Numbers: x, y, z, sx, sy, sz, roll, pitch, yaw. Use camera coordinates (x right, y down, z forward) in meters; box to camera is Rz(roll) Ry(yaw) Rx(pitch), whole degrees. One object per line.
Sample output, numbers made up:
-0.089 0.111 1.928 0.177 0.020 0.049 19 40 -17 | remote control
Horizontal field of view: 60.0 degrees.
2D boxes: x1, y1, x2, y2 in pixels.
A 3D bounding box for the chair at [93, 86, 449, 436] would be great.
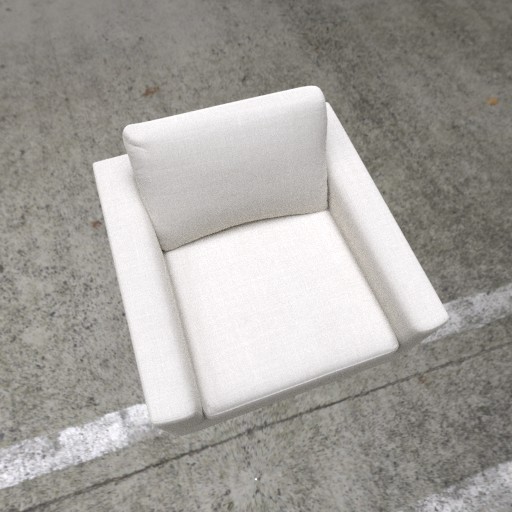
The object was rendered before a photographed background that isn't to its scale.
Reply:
0.000 0.000 1.830 1.070 0.876 1.100 -17 65 -8 | chair
